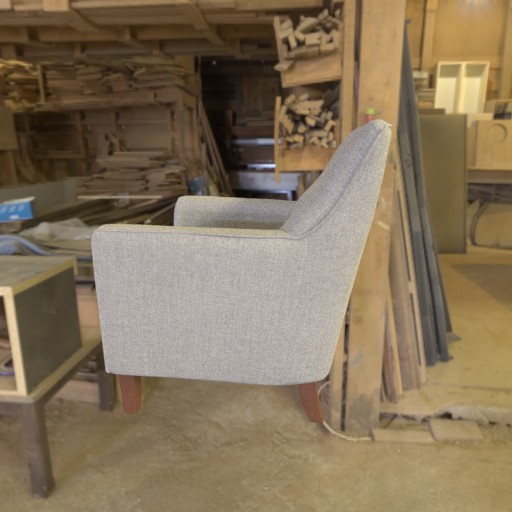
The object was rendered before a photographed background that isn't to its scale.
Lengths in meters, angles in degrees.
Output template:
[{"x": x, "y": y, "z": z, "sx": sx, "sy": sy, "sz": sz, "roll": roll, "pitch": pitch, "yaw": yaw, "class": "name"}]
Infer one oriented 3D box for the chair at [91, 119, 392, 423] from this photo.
[{"x": 0.000, "y": 0.000, "z": 1.830, "sx": 0.993, "sy": 1.047, "sz": 0.887, "roll": 2, "pitch": 15, "yaw": 9, "class": "chair"}]
